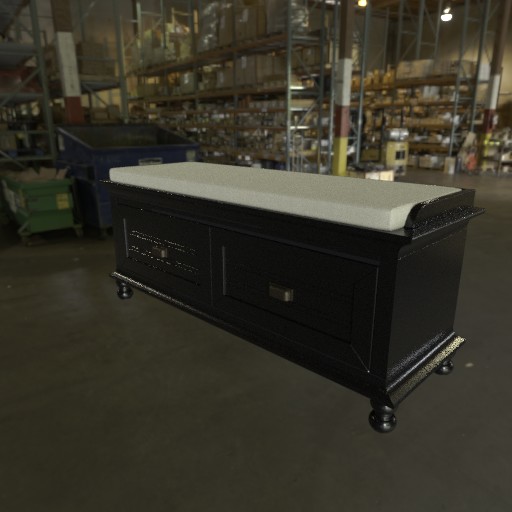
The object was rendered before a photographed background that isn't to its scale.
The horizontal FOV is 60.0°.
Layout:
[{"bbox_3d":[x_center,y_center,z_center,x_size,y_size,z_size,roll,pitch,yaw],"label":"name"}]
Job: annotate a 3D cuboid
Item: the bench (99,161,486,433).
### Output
[{"bbox_3d":[0.000,0.000,1.403,1.185,0.501,0.402,16,23,42],"label":"bench"}]
